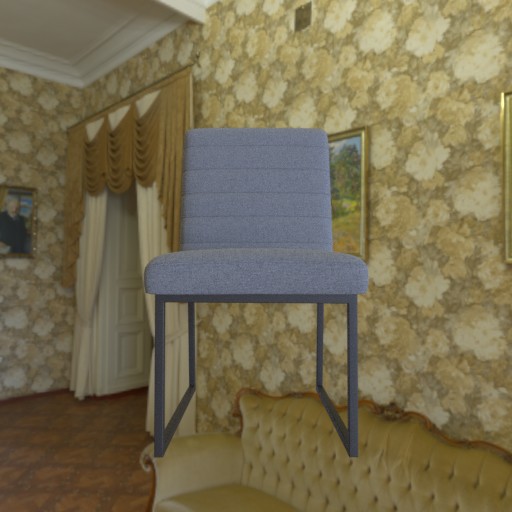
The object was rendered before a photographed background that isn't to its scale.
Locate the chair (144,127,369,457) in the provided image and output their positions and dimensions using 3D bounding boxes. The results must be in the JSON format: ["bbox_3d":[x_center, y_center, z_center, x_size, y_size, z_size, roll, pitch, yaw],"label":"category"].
[{"bbox_3d":[0.000,0.000,1.315,0.520,0.930,0.634,0,-2,0],"label":"chair"}]
